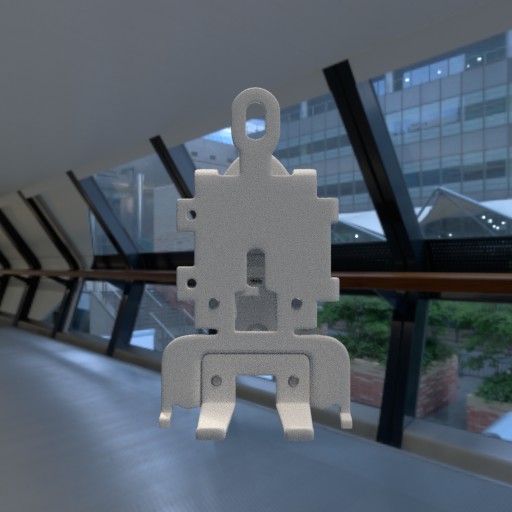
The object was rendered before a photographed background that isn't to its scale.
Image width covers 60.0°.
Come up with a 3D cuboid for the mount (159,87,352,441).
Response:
[{"bbox_3d":[0.000,0.000,0.178,0.066,0.118,0.100,0,0,0],"label":"mount"}]
